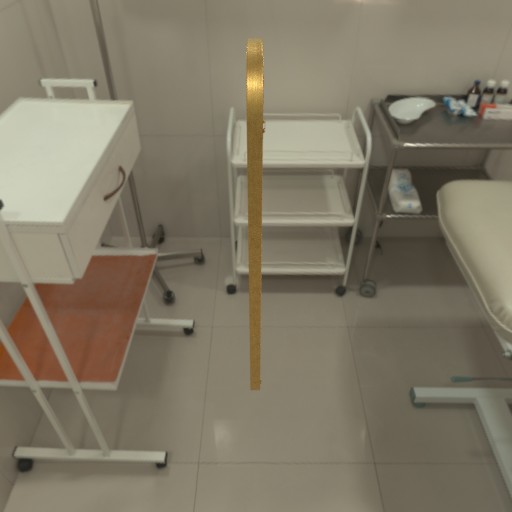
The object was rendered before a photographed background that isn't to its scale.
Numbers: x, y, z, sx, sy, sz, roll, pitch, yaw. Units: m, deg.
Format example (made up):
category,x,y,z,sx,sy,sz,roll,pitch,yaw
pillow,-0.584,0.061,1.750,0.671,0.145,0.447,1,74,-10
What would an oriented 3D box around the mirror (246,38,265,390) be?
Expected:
category,x,y,z,sx,sy,sz,roll,pitch,yaw
mirror,0.000,0.000,1.096,0.032,0.991,0.222,0,41,0
